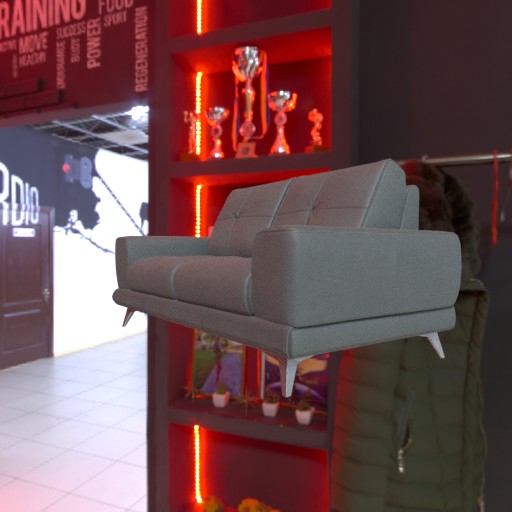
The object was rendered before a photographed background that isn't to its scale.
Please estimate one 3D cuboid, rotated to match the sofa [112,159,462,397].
[{"bbox_3d":[0.000,0.000,2.394,1.018,0.907,1.806,-1,1,-35],"label":"sofa"}]
